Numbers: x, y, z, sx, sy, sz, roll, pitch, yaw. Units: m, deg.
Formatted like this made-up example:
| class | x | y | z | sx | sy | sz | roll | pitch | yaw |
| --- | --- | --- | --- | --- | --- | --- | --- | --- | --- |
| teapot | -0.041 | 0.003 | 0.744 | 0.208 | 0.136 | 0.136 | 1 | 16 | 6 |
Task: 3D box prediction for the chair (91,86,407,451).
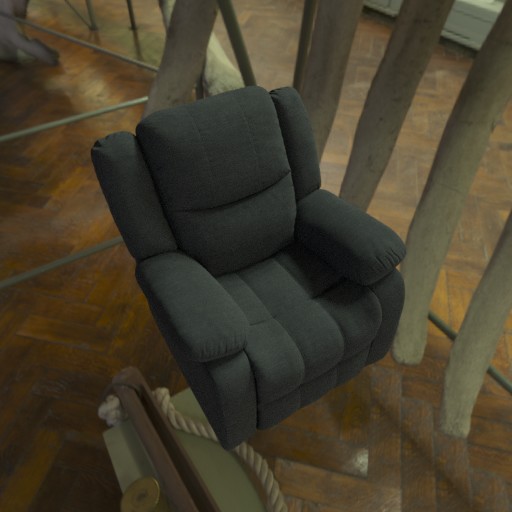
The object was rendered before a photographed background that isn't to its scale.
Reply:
| class | x | y | z | sx | sy | sz | roll | pitch | yaw |
| --- | --- | --- | --- | --- | --- | --- | --- | --- | --- |
| chair | 0.000 | 0.000 | 1.723 | 0.899 | 1.008 | 0.944 | -24 | 51 | -21 |
